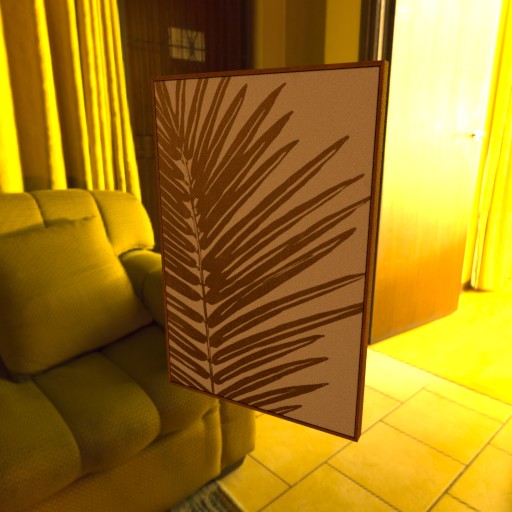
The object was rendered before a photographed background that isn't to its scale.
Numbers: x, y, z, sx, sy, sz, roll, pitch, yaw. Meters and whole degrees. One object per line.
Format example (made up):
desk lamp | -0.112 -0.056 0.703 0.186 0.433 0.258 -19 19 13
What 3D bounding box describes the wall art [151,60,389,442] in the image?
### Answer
wall art | 0.000 0.000 1.174 0.610 0.914 0.037 8 17 26
